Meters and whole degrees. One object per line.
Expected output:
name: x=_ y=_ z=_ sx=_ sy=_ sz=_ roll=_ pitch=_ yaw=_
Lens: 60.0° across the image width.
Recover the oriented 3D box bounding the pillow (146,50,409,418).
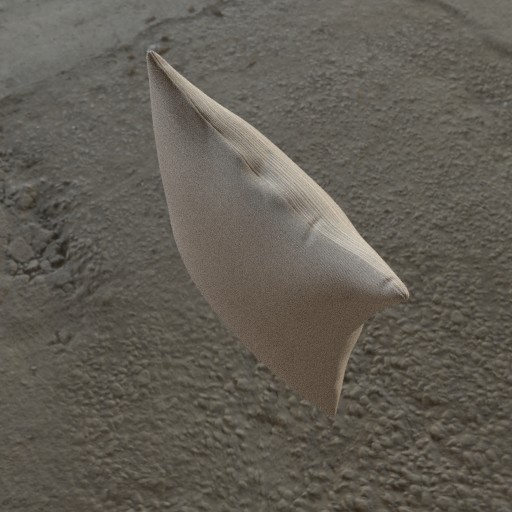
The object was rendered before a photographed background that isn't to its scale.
pillow: x=0.000 y=0.000 z=0.746 sx=0.204 sy=0.497 sz=0.512 roll=-32 pitch=63 yaw=-19
